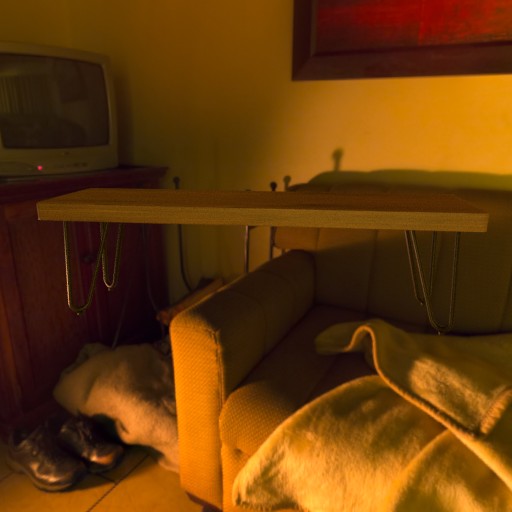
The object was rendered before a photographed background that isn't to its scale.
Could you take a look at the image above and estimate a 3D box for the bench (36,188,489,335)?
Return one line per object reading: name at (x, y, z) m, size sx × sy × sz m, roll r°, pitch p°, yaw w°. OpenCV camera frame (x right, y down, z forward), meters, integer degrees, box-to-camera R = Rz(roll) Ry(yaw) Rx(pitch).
bench at (0.000, 0.000, 1.772) m, size 1.570 × 0.462 × 0.425 m, roll 2°, pitch 16°, yaw 7°
